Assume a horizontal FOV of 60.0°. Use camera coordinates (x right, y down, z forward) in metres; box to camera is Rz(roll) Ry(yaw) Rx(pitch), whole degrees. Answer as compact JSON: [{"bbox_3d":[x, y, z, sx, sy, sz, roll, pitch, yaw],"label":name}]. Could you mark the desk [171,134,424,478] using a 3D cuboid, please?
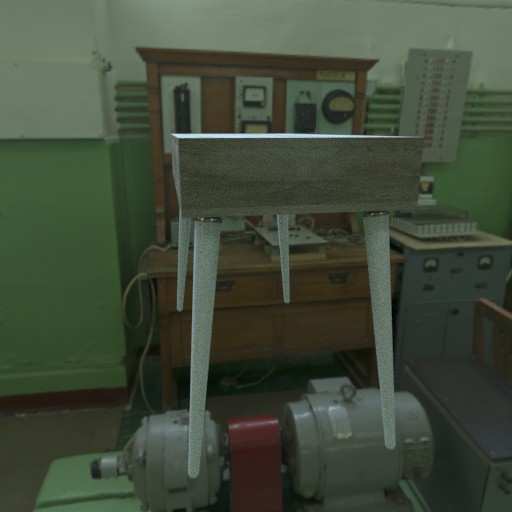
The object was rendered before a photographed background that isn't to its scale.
[{"bbox_3d":[0.000,0.000,1.373,0.491,0.723,0.979,-3,16,-11],"label":"desk"}]
